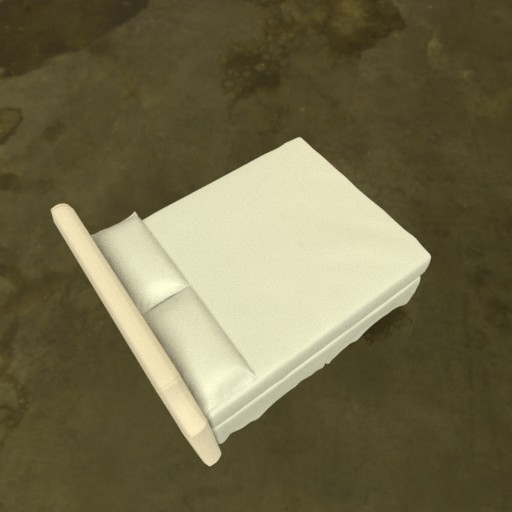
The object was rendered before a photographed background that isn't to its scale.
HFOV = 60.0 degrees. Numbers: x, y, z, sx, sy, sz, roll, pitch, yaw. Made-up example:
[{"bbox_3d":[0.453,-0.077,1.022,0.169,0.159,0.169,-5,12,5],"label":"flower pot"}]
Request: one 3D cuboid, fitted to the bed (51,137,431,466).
[{"bbox_3d":[0.000,0.000,3.311,2.164,1.297,1.828,-32,63,-18],"label":"bed"}]
